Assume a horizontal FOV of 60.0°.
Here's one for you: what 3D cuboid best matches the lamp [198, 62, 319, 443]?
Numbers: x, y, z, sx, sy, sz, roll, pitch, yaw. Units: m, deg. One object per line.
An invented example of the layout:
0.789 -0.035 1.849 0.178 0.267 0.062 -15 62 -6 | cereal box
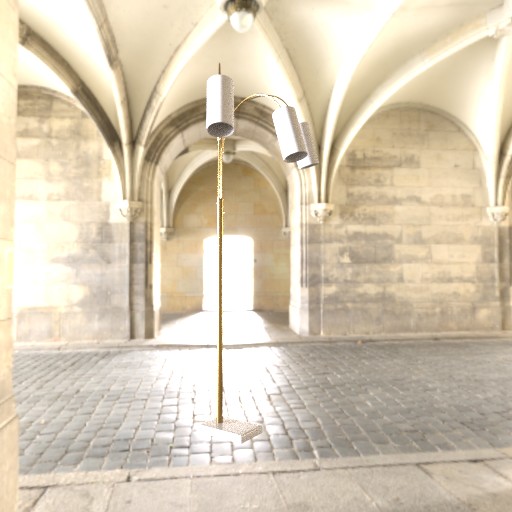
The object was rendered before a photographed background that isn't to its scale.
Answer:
0.000 0.000 2.537 0.667 2.055 1.020 -1 -3 35 | lamp
